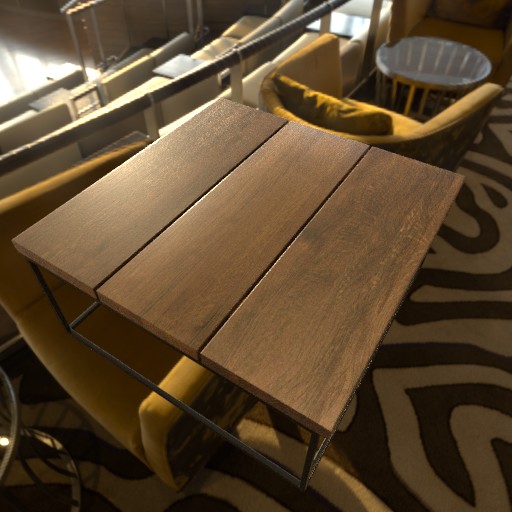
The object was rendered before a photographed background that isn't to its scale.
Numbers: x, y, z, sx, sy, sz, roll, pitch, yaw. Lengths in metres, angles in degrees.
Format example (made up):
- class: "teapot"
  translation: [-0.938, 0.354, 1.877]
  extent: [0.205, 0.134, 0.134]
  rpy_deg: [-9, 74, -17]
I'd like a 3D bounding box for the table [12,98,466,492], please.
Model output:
- class: "table"
  translation: [0.000, 0.000, 1.364]
  extent: [0.900, 0.400, 0.900]
  rpy_deg: [25, 51, 22]
